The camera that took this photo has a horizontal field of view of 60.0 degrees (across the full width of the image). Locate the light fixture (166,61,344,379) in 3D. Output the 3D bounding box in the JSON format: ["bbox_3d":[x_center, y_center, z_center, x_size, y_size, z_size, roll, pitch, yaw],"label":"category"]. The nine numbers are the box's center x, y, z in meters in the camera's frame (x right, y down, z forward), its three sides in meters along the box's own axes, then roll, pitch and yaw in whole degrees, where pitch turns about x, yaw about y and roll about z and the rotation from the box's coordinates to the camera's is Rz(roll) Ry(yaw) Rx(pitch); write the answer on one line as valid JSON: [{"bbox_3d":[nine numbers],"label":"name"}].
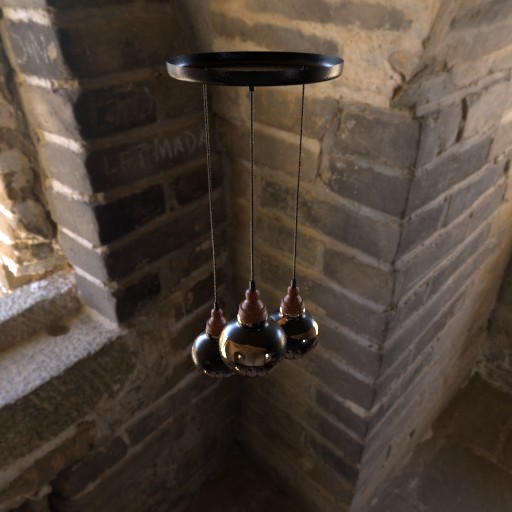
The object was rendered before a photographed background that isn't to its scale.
[{"bbox_3d":[0.000,0.000,1.736,0.608,1.410,0.605,-1,30,-3],"label":"light fixture"}]
